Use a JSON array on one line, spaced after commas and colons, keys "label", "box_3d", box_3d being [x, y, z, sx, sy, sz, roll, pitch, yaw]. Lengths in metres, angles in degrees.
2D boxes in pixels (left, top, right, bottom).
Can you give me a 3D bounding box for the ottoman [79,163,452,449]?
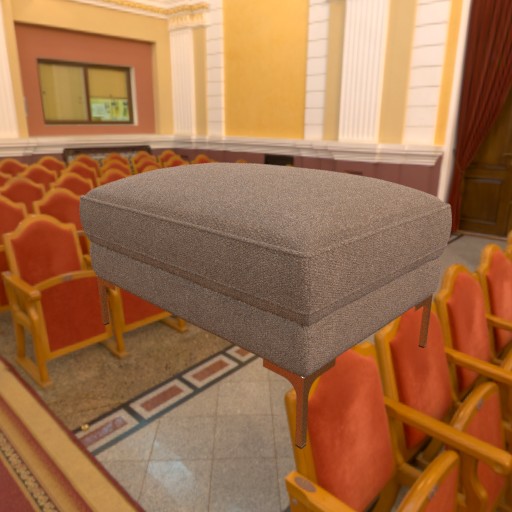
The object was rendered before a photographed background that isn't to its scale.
[{"label": "ottoman", "box_3d": [0.000, 0.000, 1.180, 0.785, 0.464, 0.583, 16, 24, 41]}]
